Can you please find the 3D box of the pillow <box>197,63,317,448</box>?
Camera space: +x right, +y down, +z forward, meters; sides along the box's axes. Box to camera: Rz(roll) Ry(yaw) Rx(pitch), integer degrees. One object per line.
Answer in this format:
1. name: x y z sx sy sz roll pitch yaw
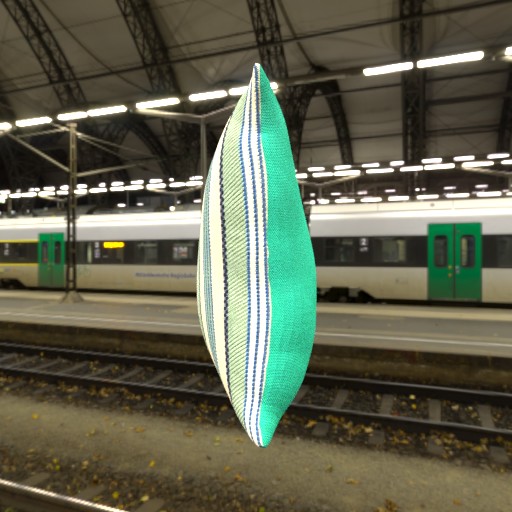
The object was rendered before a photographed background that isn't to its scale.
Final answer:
1. pillow: 0.000 0.000 0.704 0.182 0.441 0.440 0 0 0
